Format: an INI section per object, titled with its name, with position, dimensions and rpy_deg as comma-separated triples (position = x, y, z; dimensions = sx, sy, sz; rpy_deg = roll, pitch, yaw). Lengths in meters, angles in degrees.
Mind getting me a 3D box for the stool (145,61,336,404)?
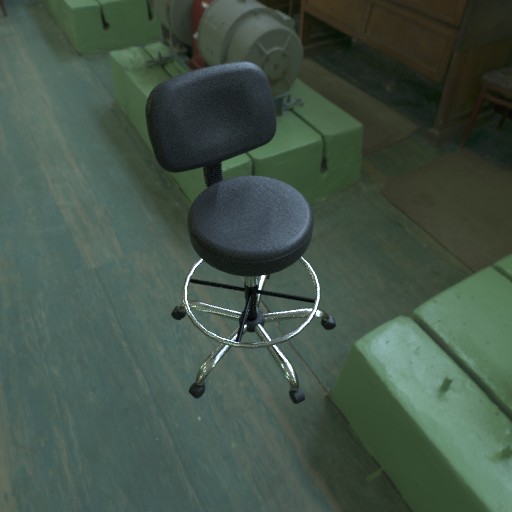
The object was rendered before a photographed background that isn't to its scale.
[stool]
position = 0.000, 0.000, 1.509
dimensions = 0.694, 1.069, 0.658
rpy_deg = -24, 51, -21
